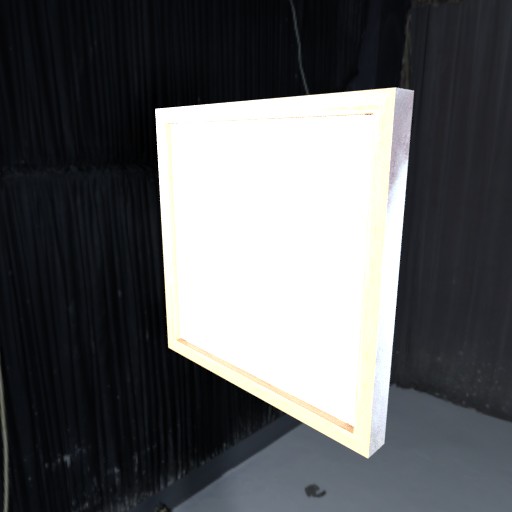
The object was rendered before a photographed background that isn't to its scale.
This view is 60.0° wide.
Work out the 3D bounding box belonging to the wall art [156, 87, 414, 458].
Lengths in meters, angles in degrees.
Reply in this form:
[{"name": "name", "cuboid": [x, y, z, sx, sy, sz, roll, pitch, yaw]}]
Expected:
[{"name": "wall art", "cuboid": [0.000, 0.000, 0.460, 0.303, 0.303, 0.028, 14, 20, 43]}]
